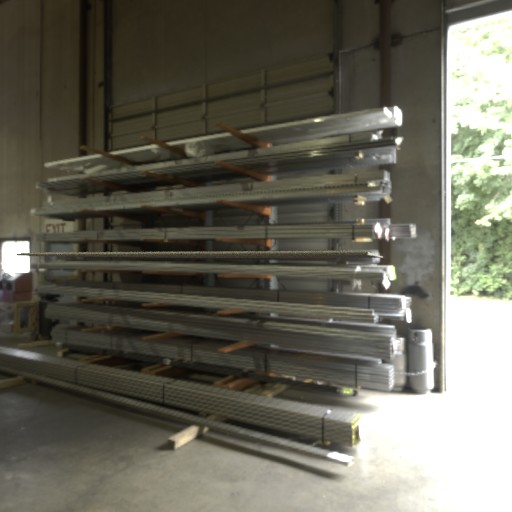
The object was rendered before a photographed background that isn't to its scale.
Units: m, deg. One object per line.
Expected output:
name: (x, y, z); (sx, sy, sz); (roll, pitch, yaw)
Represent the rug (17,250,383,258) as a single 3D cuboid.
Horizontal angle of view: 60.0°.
rug: (0.000, 0.000, 2.276); (1.219, 0.012, 1.839); (0, -1, 17)
